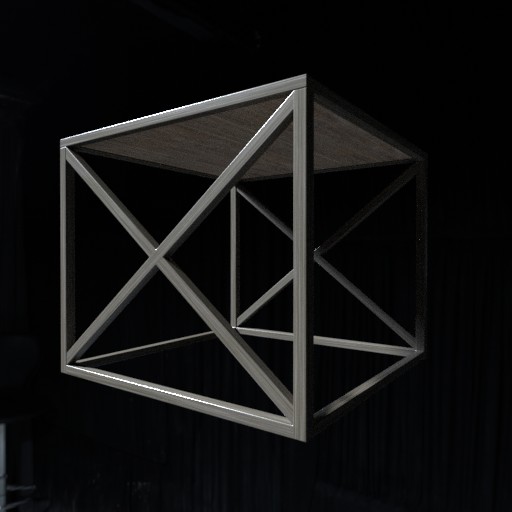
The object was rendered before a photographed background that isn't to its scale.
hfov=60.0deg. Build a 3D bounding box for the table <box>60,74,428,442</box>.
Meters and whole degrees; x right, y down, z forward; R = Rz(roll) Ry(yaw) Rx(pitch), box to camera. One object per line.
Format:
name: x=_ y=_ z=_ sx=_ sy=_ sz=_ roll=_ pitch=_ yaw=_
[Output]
table: x=0.000 y=0.000 z=1.034 sx=0.611 sy=0.507 sz=0.609 roll=0 pitch=1 yaw=36
